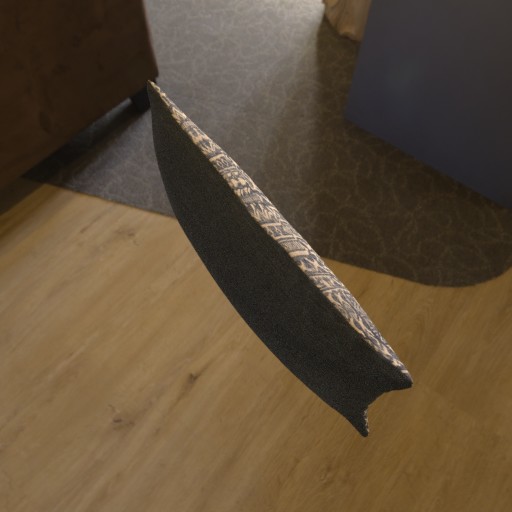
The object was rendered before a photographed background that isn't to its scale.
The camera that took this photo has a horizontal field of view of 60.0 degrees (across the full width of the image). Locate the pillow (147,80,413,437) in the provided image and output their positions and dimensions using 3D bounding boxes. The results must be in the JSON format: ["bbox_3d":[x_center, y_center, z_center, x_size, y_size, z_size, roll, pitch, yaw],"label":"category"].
[{"bbox_3d":[0.000,0.000,0.730,0.148,0.292,0.631,-31,65,-17],"label":"pillow"}]
